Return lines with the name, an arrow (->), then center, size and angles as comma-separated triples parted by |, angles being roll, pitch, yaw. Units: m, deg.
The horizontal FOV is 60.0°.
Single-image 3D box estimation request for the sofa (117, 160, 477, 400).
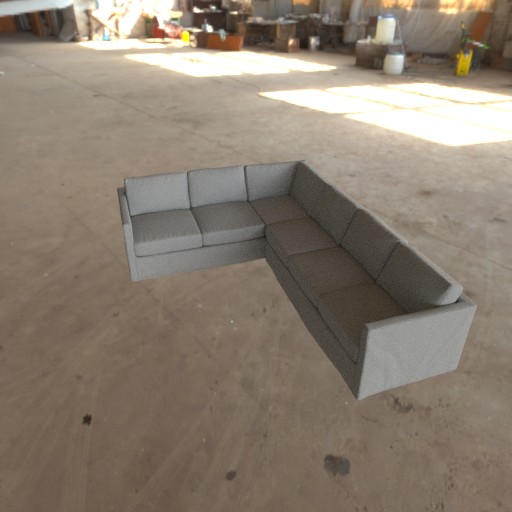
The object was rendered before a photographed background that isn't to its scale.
sofa -> 0.000, 0.000, 4.372 | 2.432, 0.871, 3.182 | -10, 32, -15
